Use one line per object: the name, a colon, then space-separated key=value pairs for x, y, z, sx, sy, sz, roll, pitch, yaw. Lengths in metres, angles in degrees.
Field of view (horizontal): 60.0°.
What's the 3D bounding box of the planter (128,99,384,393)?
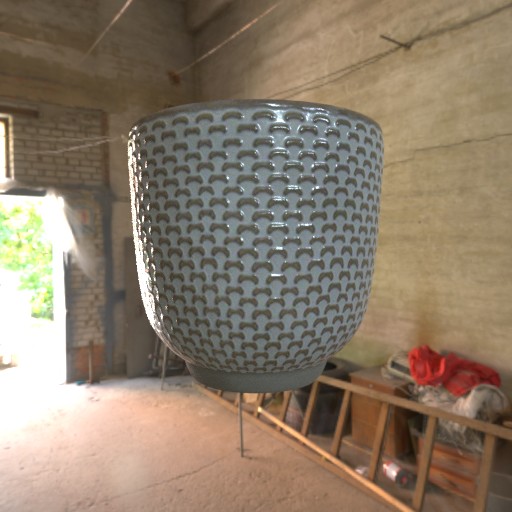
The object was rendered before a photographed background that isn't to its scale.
planter: x=0.000 y=0.000 z=0.357 sx=0.197 sy=0.191 sz=0.197 roll=0 pitch=2 yaw=0
